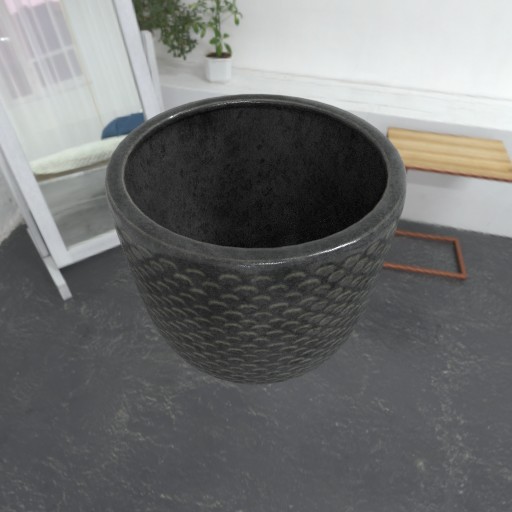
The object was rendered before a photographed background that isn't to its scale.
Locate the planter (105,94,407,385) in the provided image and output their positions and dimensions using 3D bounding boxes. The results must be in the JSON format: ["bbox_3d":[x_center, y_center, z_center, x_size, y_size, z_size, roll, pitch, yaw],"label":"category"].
[{"bbox_3d":[0.000,0.000,0.252,0.140,0.129,0.140,0,45,0],"label":"planter"}]
